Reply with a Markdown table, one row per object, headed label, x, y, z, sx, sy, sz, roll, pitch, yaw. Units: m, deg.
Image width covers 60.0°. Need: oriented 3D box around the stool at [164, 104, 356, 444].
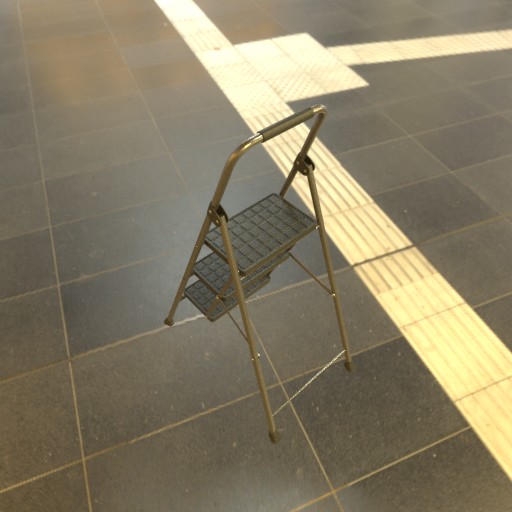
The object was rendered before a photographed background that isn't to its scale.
| label | x | y | z | sx | sy | sz | roll | pitch | yaw |
| --- | --- | --- | --- | --- | --- | --- | --- | --- | --- |
| stool | 0.000 | 0.000 | 1.504 | 0.473 | 1.121 | 0.733 | -34 | 56 | -27 |
